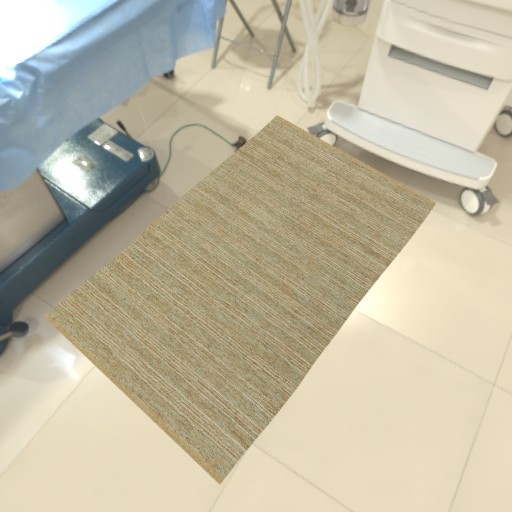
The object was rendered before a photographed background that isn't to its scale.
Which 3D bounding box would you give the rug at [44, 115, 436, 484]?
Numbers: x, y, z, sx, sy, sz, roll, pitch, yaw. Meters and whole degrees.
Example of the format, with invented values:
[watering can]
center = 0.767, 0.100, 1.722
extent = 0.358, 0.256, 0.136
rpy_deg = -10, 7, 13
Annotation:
[rug]
center = 0.000, 0.000, 3.100
extent = 1.540, 0.012, 2.448
rpy_deg = 35, 65, 19
